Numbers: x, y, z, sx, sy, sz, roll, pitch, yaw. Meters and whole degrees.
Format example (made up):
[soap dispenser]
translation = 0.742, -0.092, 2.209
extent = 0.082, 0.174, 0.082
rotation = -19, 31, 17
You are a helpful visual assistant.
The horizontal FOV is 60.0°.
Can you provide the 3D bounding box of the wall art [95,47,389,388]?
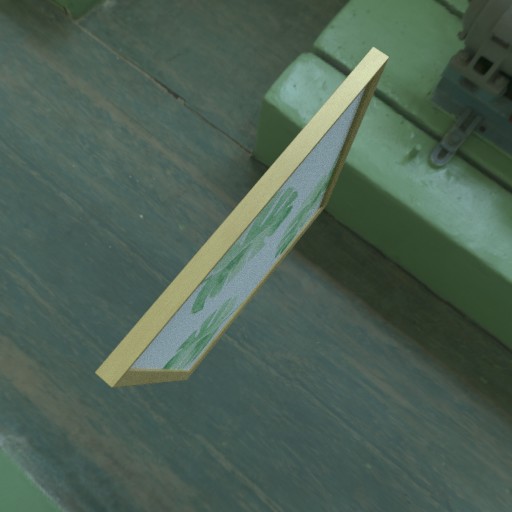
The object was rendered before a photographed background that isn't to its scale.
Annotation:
[wall art]
translation = 0.000, 0.000, 1.130
extent = 0.037, 0.763, 0.763
rotation = 37, 78, 9
